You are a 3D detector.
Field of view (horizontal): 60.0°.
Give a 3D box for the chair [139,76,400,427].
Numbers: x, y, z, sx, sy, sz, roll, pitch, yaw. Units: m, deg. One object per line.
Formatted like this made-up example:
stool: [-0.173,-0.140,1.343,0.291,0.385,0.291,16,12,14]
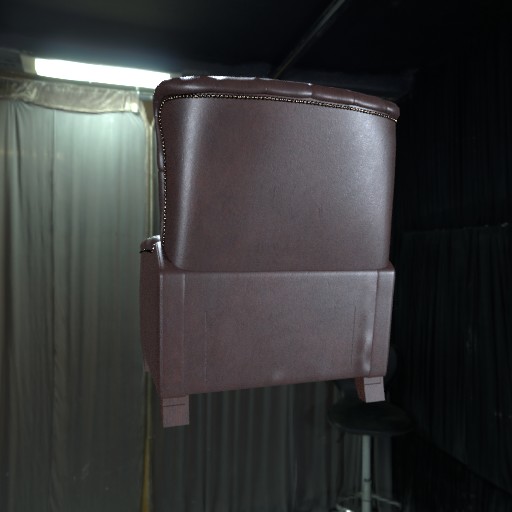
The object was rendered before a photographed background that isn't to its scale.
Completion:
chair: [0.000,0.000,1.455,0.709,0.864,0.823,0,0,-19]
